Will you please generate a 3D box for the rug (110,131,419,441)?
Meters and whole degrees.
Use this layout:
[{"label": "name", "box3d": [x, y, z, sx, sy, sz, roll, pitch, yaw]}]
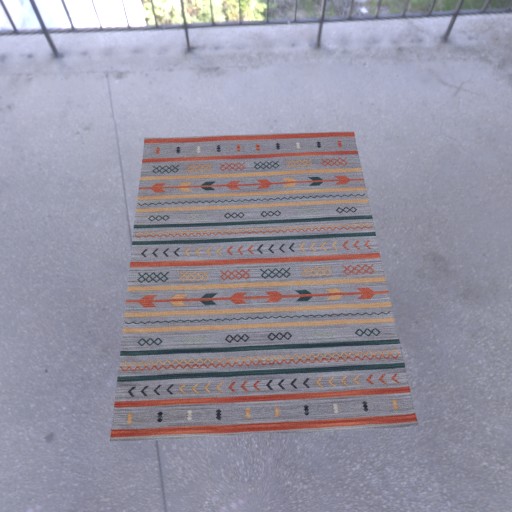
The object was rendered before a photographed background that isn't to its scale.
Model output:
[{"label": "rug", "box3d": [0.000, 0.000, 3.993, 2.263, 0.022, 3.029, -2, 60, -1]}]
